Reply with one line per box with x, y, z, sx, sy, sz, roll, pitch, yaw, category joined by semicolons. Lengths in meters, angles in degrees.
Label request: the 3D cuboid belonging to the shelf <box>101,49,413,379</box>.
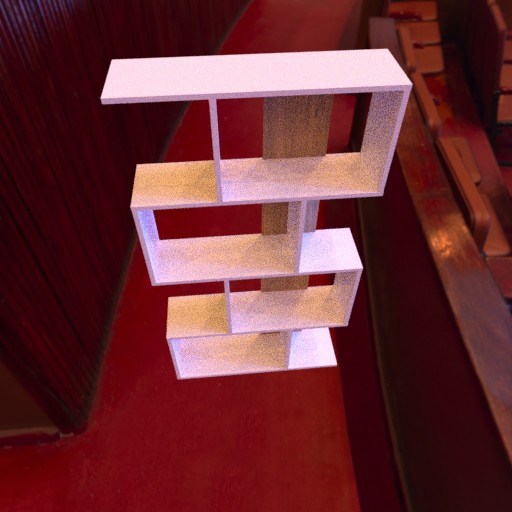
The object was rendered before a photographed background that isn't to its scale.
0.000;0.000;1.949;0.890;1.650;0.250;-4;47;-4;shelf
